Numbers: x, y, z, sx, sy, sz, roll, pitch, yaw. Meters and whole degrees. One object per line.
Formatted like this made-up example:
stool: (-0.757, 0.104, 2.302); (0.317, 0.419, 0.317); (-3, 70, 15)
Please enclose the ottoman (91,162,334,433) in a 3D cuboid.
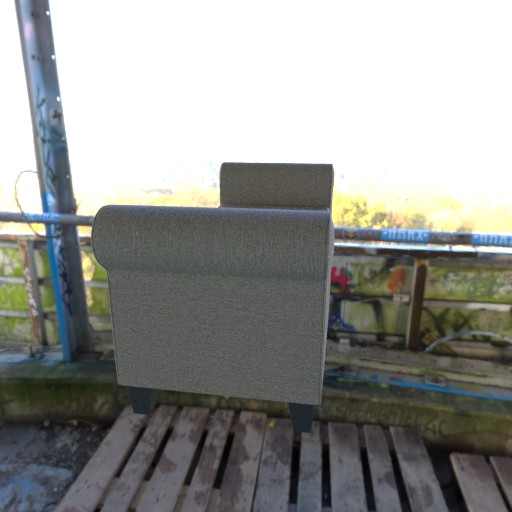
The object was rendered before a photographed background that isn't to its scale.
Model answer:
ottoman: (0.000, 0.000, 1.555); (0.521, 0.547, 1.256); (3, 17, 9)
